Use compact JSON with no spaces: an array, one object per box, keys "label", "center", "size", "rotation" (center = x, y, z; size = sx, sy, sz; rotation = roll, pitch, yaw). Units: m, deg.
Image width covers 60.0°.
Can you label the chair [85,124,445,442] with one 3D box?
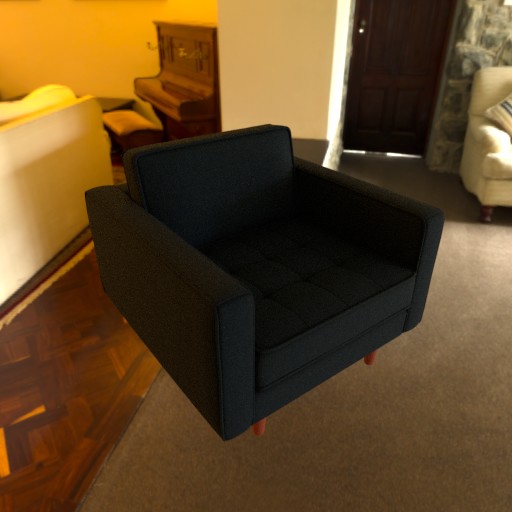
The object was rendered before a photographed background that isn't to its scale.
[{"label":"chair","center":[0.000,0.000,1.601],"size":[0.899,0.770,0.920],"rotation":[-20,35,-31]}]
